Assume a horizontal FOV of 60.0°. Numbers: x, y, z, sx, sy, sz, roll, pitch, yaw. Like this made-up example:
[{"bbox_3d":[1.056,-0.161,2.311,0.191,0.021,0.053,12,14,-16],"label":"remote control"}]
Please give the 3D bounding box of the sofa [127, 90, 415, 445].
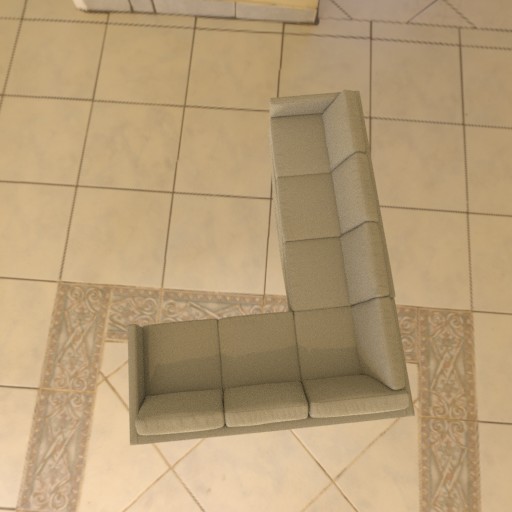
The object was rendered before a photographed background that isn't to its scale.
[{"bbox_3d":[0.000,0.000,4.347,2.432,0.871,3.182,-5,75,-1],"label":"sofa"}]
